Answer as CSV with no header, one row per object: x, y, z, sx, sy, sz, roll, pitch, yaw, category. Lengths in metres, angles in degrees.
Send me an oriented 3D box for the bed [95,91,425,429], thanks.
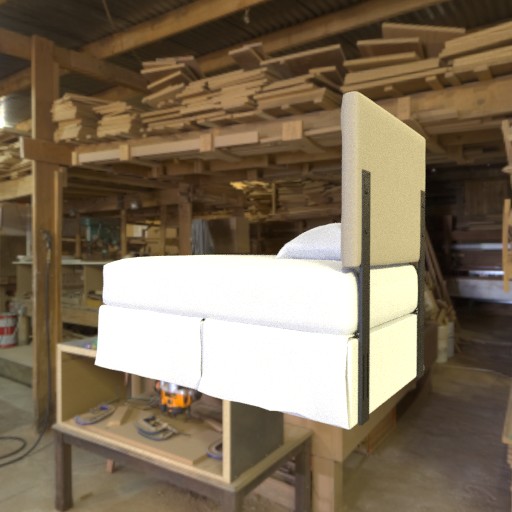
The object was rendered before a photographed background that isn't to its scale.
0.000,0.000,3.074,1.997,1.571,1.261,1,2,36,bed
